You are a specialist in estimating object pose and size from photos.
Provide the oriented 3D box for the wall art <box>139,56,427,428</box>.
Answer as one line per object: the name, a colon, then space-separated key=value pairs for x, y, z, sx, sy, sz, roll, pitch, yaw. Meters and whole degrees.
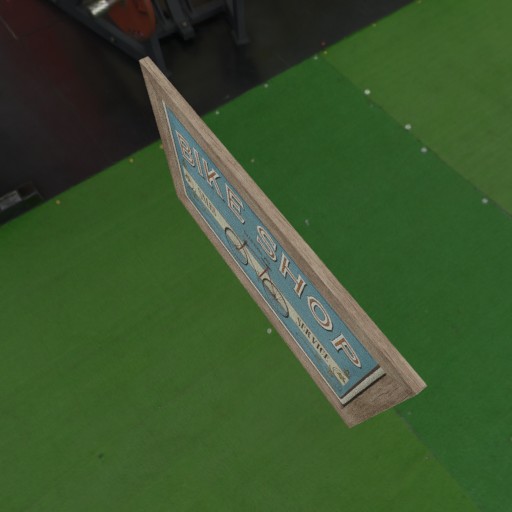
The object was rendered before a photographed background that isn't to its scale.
wall art: x=0.000 y=0.000 z=0.953 sx=0.021 sy=0.480 sz=0.780 roll=-32 pitch=68 yaw=-15
